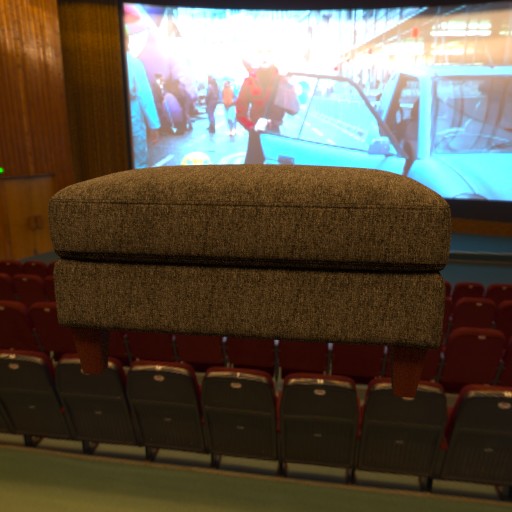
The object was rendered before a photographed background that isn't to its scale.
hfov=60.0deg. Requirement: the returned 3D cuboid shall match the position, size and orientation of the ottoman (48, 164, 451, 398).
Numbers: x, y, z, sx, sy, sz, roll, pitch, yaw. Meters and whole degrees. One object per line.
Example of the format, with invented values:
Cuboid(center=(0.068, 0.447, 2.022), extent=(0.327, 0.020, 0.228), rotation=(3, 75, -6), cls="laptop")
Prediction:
Cuboid(center=(0.000, 0.000, 1.200), extent=(0.864, 0.483, 0.584), rotation=(2, 15, 8), cls="ottoman")
